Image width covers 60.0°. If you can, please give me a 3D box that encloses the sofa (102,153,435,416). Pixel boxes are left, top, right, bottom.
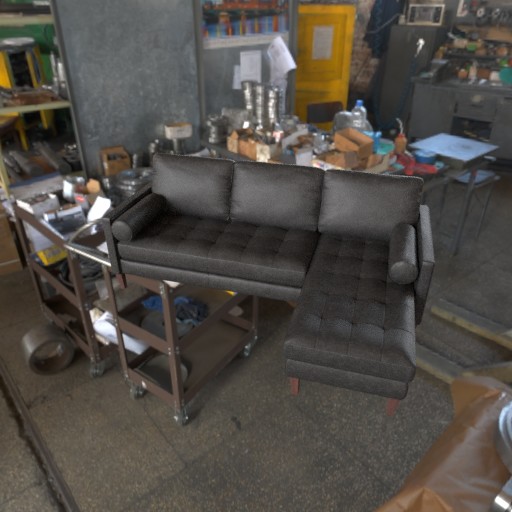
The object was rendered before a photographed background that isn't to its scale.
[{"bbox_3d":[0.000,0.000,2.920,2.178,0.876,1.497,8,32,14],"label":"sofa"}]
